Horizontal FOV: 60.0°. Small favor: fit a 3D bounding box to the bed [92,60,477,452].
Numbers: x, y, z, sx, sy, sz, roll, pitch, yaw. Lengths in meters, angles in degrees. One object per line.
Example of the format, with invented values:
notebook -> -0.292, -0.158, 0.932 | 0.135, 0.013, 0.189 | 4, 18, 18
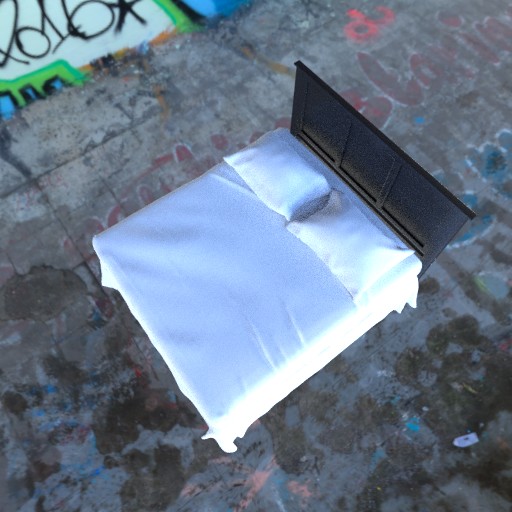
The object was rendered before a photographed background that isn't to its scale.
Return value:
bed -> 0.000, 0.000, 3.203 | 2.050, 1.270, 1.870 | -34, 68, -16
